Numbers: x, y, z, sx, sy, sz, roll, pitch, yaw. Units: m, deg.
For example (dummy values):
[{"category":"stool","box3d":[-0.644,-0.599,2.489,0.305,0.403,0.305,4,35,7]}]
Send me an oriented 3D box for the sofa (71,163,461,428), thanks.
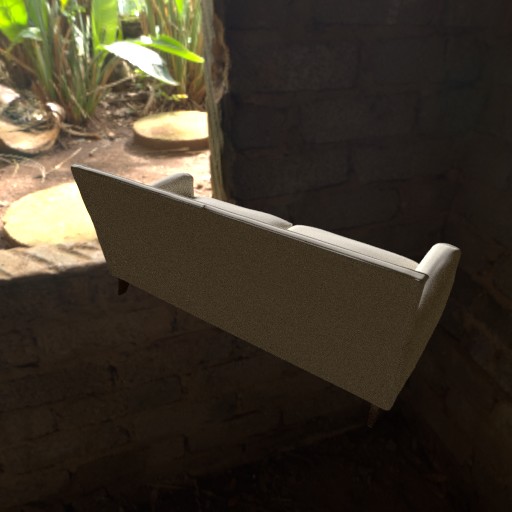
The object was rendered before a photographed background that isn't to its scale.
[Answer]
[{"category":"sofa","box3d":[0.000,0.000,2.496,2.001,0.907,0.841,20,36,31]}]
